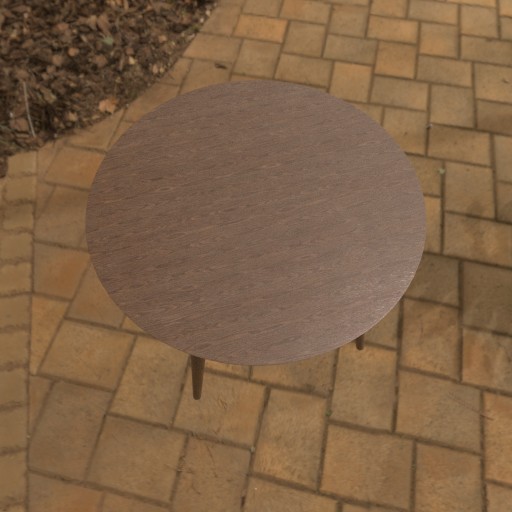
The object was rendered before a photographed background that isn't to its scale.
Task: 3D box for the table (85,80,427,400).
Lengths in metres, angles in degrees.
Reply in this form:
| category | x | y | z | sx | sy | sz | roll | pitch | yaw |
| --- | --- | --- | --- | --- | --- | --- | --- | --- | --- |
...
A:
| category | x | y | z | sx | sy | sz | roll | pitch | yaw |
| --- | --- | --- | --- | --- | --- | --- | --- | --- | --- |
| table | 0.000 | 0.000 | 1.738 | 1.053 | 0.786 | 1.053 | 0 | 62 | 0 |
